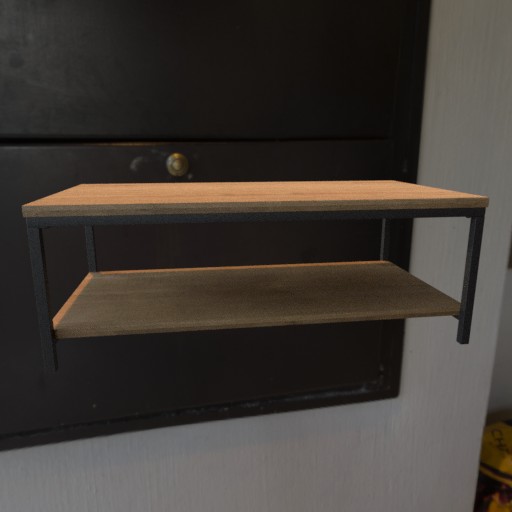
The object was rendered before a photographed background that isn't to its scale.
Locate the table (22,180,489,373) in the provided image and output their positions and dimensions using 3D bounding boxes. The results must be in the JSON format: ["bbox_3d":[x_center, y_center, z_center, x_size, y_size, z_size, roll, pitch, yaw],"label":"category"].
[{"bbox_3d":[0.000,0.000,1.343,1.100,0.399,0.551,-2,14,-8],"label":"table"}]
